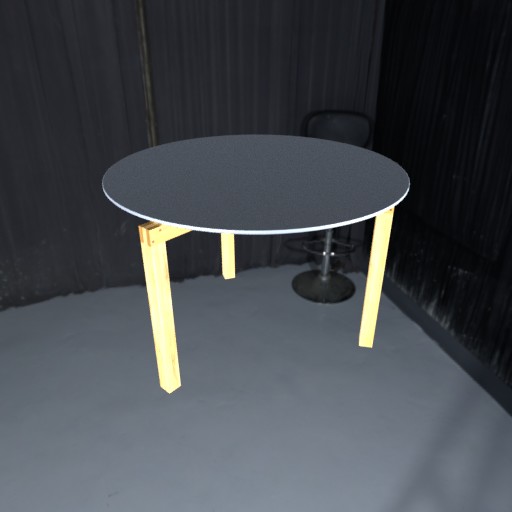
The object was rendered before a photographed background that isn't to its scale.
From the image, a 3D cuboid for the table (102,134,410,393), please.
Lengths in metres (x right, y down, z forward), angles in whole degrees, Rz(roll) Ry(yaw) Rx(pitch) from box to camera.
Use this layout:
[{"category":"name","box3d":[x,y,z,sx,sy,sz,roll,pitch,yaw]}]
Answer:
[{"category":"table","box3d":[0.000,0.000,1.000,0.600,0.405,0.600,0,28,0]}]
